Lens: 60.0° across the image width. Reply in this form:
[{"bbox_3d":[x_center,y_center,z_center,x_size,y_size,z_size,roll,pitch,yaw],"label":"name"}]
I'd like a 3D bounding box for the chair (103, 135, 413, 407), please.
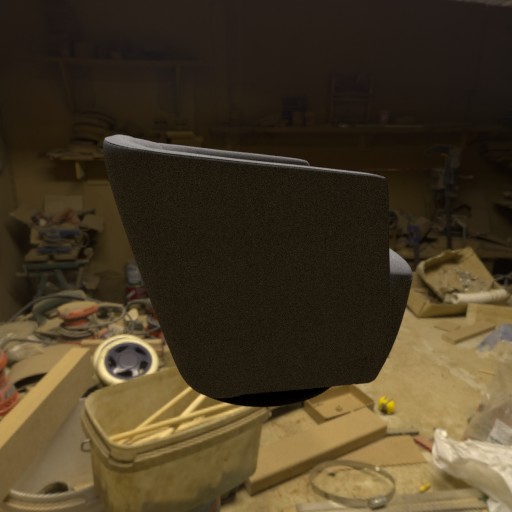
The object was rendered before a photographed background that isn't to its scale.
[{"bbox_3d":[0.000,0.000,1.631,0.986,0.861,0.822,-3,16,-10],"label":"chair"}]
